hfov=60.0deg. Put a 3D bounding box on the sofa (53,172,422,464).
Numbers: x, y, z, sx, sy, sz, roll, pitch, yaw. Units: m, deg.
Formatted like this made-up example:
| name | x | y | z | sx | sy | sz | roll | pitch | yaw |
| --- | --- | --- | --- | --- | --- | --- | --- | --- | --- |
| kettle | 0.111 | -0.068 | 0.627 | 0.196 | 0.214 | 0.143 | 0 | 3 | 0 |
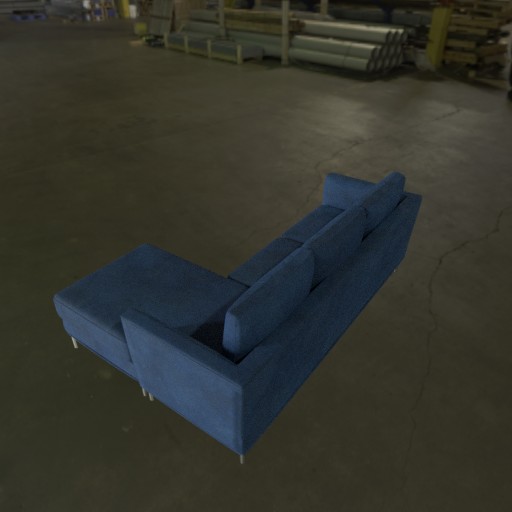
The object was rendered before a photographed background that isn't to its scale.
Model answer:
| name | x | y | z | sx | sy | sz | roll | pitch | yaw |
| --- | --- | --- | --- | --- | --- | --- | --- | --- | --- |
| sofa | 0.000 | 0.000 | 3.337 | 1.622 | 0.987 | 2.438 | 22 | 39 | 29 |
